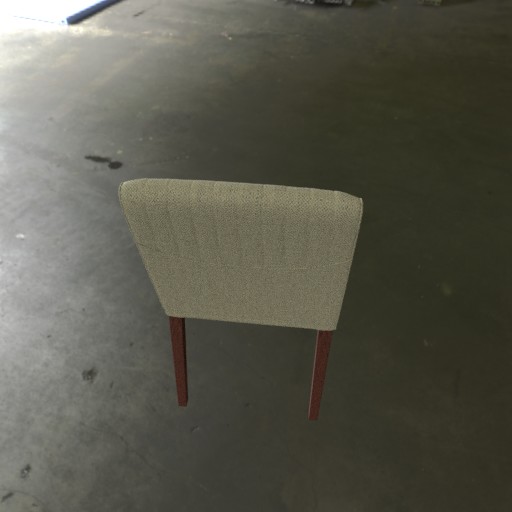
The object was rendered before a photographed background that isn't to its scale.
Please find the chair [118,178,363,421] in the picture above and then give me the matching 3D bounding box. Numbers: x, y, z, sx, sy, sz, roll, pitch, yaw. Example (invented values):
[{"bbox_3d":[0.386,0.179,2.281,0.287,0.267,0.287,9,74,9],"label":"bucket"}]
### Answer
[{"bbox_3d":[0.000,0.000,1.252,0.480,0.900,0.594,5,46,4],"label":"chair"}]
